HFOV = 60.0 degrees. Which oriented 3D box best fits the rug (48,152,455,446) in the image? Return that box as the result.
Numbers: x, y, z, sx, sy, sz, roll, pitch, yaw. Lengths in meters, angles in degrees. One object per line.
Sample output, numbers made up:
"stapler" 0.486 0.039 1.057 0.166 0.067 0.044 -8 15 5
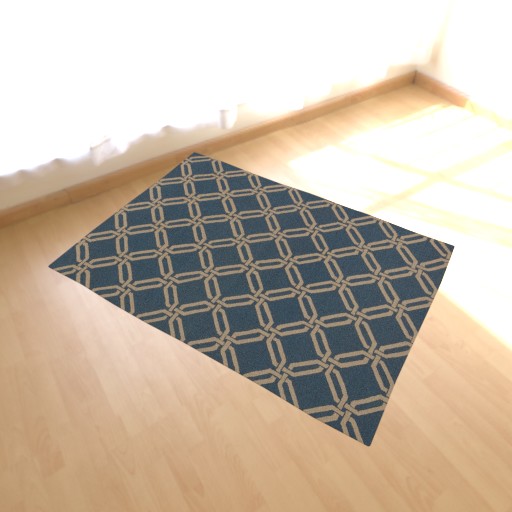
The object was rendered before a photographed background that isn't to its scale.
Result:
"rug" 0.000 0.000 2.819 2.135 0.013 1.524 24 50 21
